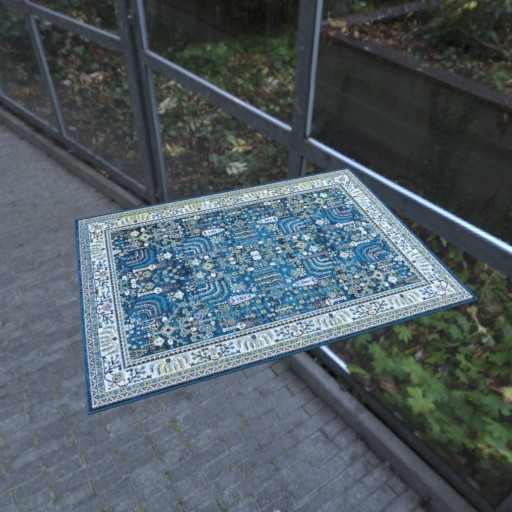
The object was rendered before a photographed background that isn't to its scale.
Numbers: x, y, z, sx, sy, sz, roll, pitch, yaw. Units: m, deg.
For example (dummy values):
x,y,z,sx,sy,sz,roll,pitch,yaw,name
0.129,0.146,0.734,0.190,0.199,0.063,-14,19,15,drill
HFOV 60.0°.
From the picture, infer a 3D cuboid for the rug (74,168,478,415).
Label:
x,y,z,sx,sy,sz,roll,pitch,yaw,name
0.000,0.000,2.897,2.213,0.013,1.594,-13,43,-14,rug
